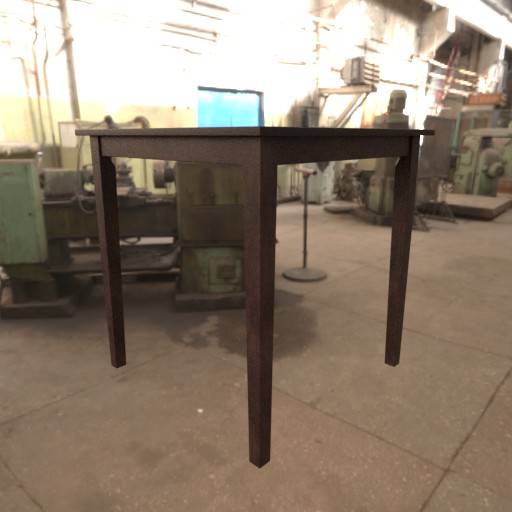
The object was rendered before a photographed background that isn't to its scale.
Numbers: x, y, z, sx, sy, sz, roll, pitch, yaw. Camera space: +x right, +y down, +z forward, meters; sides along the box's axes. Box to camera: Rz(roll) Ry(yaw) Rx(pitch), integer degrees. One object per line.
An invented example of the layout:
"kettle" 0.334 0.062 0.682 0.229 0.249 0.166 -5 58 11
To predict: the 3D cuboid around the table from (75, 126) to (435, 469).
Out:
"table" 0.000 0.000 1.403 0.749 0.770 0.749 14 21 42
